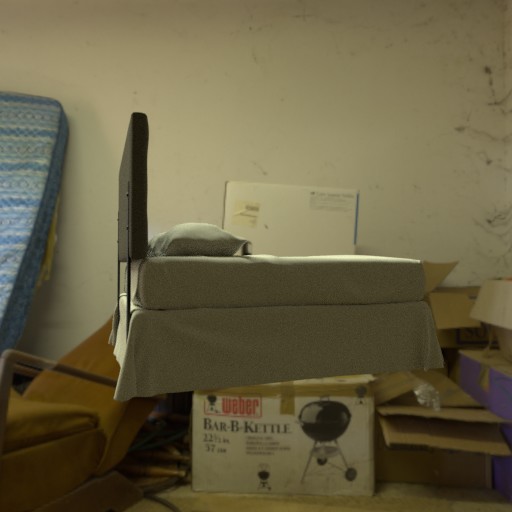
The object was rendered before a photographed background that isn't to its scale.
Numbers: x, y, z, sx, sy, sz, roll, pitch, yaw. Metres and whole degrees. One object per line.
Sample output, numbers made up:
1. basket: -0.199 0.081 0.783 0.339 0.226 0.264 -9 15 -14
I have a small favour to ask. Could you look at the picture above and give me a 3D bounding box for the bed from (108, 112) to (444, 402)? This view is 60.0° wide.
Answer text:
1. bed: 0.000 0.000 3.564 2.222 1.577 1.936 1 -2 -19
